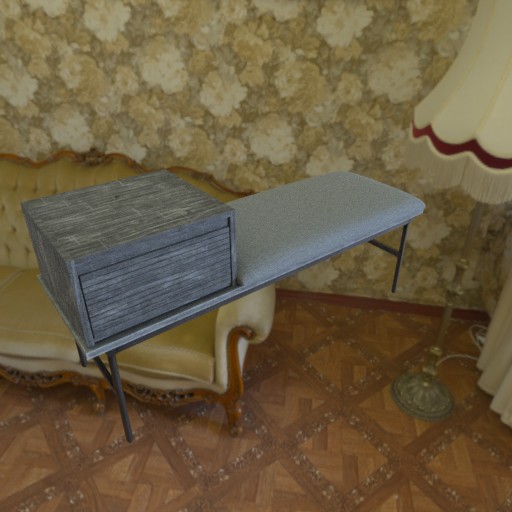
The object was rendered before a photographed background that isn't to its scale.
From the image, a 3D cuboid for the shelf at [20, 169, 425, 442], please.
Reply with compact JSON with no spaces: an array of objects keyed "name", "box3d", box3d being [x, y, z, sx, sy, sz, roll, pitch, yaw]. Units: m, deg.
[{"name":"shelf","box3d":[0.000,0.000,1.582,1.342,0.633,0.457,-21,37,-32]}]
